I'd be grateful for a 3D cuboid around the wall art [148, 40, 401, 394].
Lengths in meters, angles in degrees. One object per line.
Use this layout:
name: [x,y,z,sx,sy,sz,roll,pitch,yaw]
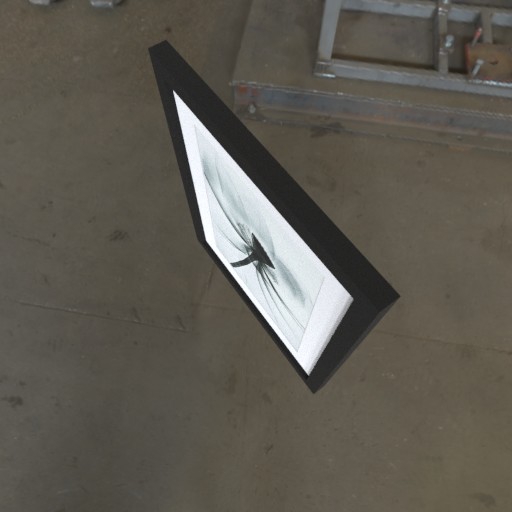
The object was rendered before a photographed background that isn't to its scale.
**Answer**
wall art: [0.000,0.000,0.773,0.029,0.559,0.457,-33,69,-15]
